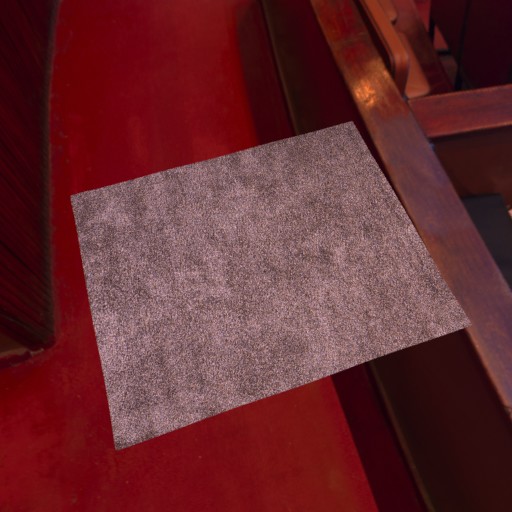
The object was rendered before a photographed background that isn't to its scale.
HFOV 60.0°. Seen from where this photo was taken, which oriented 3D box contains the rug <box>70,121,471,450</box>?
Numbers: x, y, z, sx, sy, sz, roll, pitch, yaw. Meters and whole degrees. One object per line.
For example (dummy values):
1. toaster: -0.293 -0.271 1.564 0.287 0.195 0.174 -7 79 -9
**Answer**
1. rug: 0.000 0.000 4.015 3.000 0.025 2.401 -17 64 -8
